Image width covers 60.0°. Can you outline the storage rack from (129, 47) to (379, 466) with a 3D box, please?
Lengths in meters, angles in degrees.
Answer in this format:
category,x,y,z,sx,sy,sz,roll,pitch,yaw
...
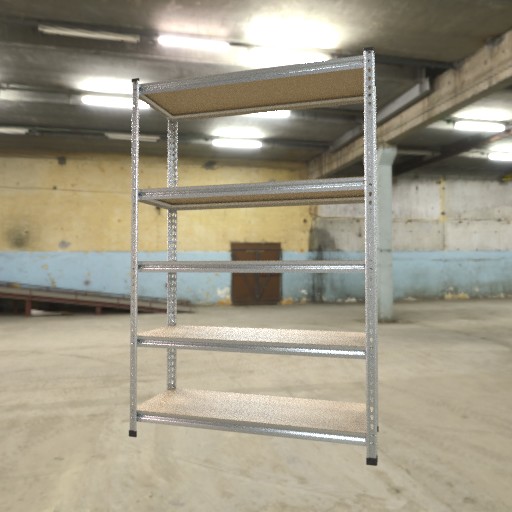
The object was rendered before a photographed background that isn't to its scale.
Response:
category,x,y,z,sx,sy,sz,roll,pitch,yaw
storage rack,0.000,0.000,2.318,1.219,1.829,0.457,0,-2,16
